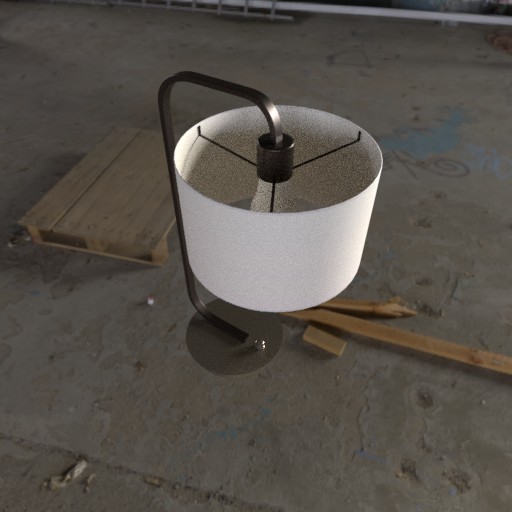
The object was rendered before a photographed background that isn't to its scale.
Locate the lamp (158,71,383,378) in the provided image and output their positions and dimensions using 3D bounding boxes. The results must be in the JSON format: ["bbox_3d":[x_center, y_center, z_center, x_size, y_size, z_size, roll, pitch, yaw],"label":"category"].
[{"bbox_3d":[0.000,0.000,0.629,0.288,0.473,0.230,25,49,24],"label":"lamp"}]
